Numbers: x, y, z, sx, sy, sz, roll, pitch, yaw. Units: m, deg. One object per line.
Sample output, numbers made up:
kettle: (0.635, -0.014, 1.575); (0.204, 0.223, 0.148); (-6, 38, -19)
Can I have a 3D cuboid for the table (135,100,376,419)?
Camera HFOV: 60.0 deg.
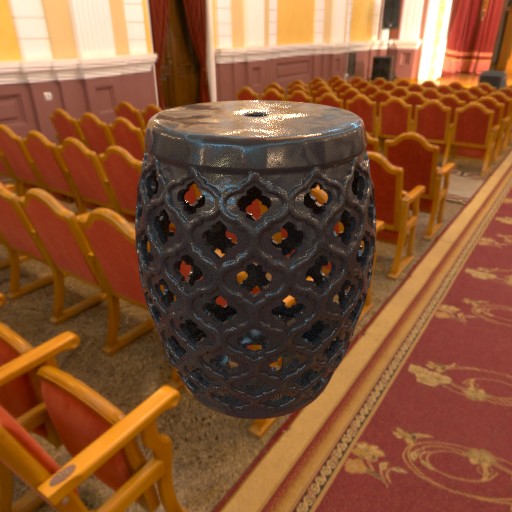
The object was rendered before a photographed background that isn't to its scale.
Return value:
table: (0.000, 0.000, 0.630); (0.325, 0.388, 0.325); (0, 27, 0)
